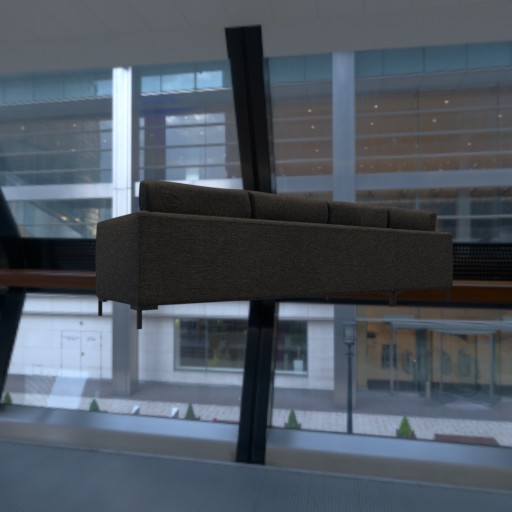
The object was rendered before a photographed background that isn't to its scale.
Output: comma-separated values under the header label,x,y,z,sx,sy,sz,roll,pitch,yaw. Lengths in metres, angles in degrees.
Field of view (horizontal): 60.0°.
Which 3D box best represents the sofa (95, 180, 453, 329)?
label,x,y,z,sx,sy,sz,roll,pitch,yaw
sofa,0.000,0.000,3.929,2.949,0.815,2.007,1,-1,-35
